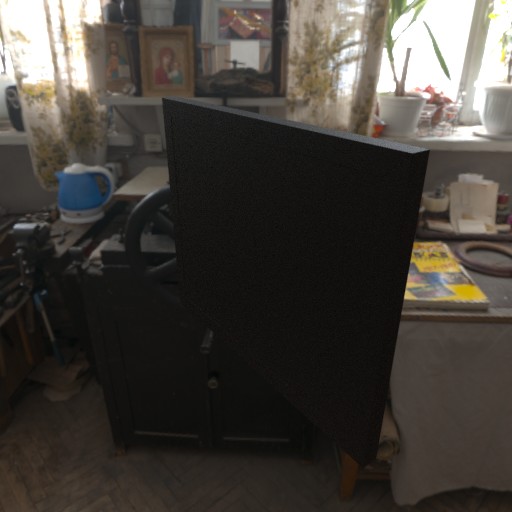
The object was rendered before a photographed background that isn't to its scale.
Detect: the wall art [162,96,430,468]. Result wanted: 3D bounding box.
[{"bbox_3d":[0.000,0.000,0.748,0.029,0.457,0.558,-18,32,-32],"label":"wall art"}]
